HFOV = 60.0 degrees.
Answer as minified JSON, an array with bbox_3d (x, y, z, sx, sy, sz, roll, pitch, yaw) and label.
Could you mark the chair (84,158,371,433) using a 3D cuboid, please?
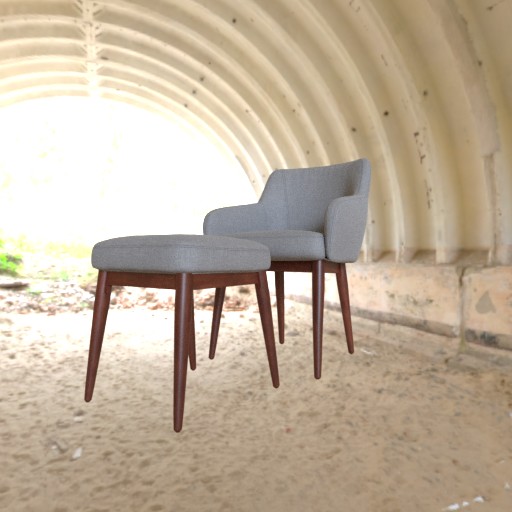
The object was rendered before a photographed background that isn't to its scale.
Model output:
[{"bbox_3d":[0.000,0.000,1.550,0.584,0.799,1.107,0,0,36],"label":"chair"}]
